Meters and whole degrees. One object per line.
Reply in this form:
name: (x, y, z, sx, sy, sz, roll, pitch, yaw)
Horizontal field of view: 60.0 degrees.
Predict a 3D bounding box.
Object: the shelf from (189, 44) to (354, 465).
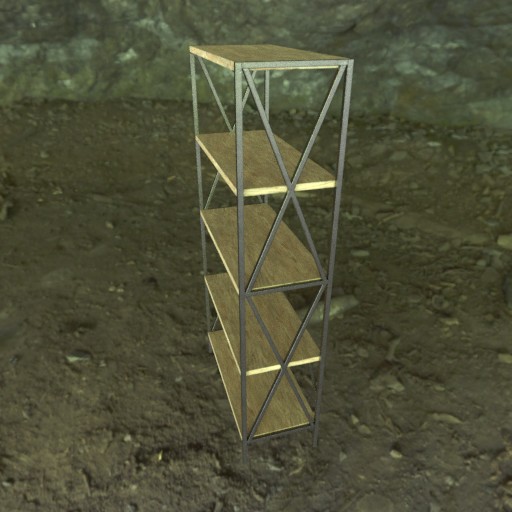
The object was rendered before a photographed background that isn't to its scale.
shelf: (0.000, 0.000, 2.145, 0.386, 1.803, 0.874, -8, 29, -14)
